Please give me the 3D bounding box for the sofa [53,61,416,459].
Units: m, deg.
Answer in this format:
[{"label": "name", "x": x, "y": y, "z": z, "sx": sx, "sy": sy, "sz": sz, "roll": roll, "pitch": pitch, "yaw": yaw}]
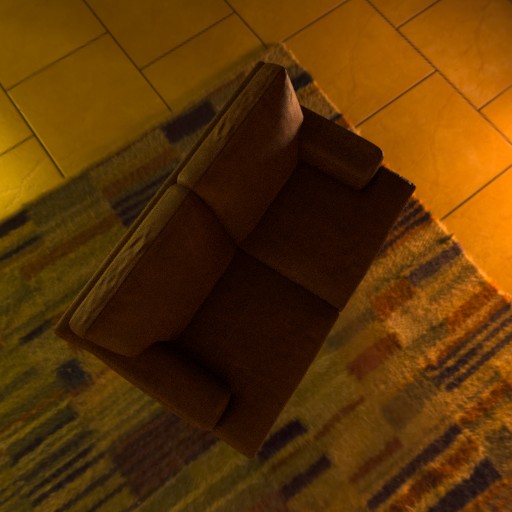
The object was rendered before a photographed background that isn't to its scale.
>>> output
[{"label": "sofa", "x": 0.000, "y": 0.000, "z": 2.473, "sx": 1.143, "sy": 0.939, "sz": 1.880, "roll": 32, "pitch": 77, "yaw": 8}]
